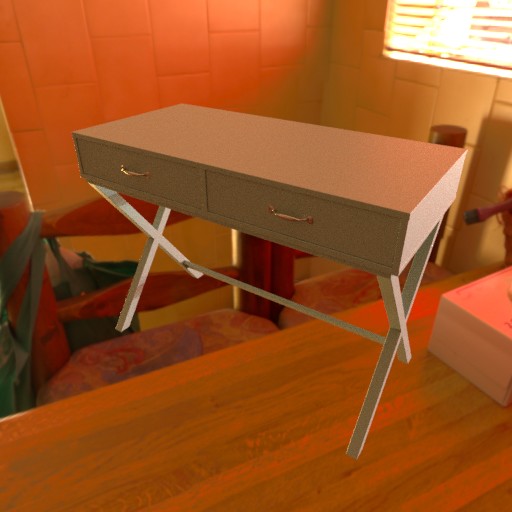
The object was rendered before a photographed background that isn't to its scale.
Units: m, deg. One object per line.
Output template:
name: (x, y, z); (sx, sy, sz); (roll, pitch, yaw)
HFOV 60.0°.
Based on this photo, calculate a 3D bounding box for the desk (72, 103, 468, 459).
desk: (0.000, 0.000, 1.492); (1.057, 0.780, 0.525); (19, 36, 29)
